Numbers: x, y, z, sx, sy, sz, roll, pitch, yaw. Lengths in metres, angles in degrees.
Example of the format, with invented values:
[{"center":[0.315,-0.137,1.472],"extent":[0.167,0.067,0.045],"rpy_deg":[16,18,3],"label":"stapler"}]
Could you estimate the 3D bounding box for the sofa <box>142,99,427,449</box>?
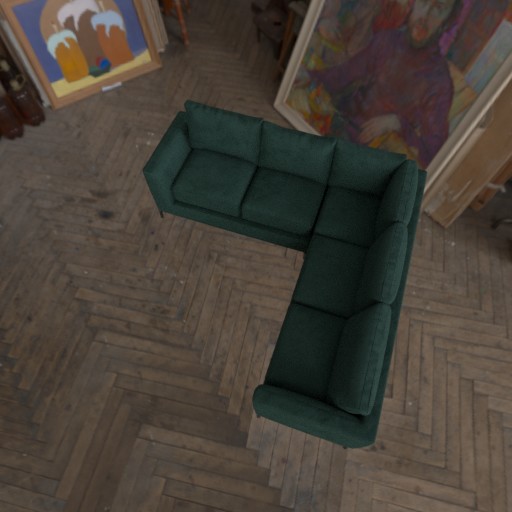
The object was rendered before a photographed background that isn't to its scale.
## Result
[{"center":[0.000,0.000,3.855],"extent":[2.468,1.004,2.452],"rpy_deg":[17,61,10],"label":"sofa"}]
